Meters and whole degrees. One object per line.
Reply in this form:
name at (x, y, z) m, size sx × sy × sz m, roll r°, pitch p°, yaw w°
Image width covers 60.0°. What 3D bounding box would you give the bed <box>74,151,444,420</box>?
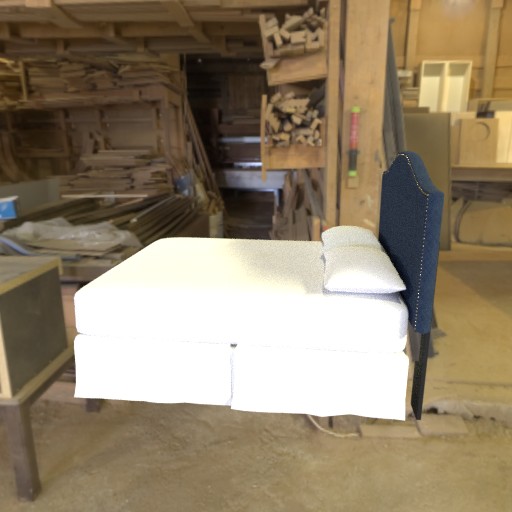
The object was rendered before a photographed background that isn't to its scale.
bed at (0.000, 0.000, 3.275) m, size 2.153 × 1.518 × 1.713 m, roll 2°, pitch 15°, yaw 7°
